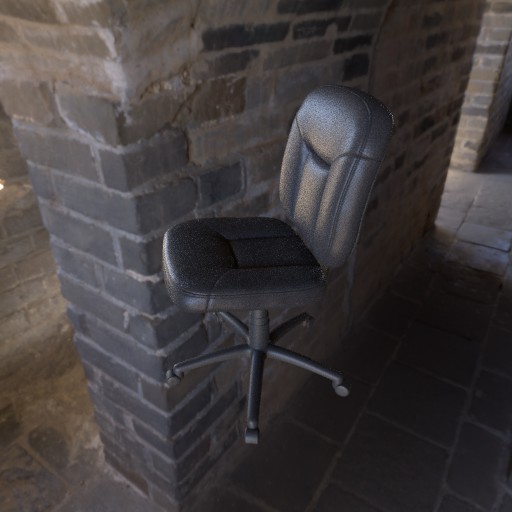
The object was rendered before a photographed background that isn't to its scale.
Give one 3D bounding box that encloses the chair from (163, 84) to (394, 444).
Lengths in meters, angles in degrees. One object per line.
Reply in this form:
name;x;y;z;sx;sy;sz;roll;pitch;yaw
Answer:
chair;0.000;0.000;1.381;0.646;0.959;0.647;-7;32;-12
